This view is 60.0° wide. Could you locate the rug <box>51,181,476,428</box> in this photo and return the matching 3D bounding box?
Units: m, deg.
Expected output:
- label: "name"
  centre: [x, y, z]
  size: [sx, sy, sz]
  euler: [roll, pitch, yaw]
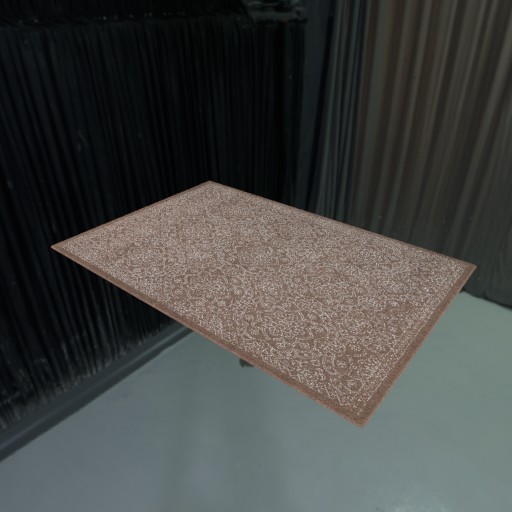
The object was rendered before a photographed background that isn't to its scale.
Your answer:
- label: "rug"
  centre: [0.000, 0.000, 2.847]
  size: [2.286, 0.011, 1.524]
  euler: [22, 37, 32]
